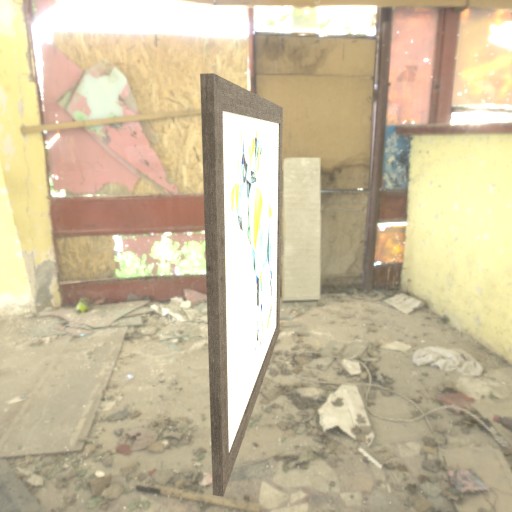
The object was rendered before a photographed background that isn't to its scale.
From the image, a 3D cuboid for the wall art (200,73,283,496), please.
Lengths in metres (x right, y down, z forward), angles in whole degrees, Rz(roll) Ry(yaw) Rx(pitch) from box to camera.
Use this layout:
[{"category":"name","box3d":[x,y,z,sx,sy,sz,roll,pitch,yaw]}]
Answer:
[{"category":"wall art","box3d":[0.000,0.000,0.672,0.013,0.457,0.457,3,15,11]}]
